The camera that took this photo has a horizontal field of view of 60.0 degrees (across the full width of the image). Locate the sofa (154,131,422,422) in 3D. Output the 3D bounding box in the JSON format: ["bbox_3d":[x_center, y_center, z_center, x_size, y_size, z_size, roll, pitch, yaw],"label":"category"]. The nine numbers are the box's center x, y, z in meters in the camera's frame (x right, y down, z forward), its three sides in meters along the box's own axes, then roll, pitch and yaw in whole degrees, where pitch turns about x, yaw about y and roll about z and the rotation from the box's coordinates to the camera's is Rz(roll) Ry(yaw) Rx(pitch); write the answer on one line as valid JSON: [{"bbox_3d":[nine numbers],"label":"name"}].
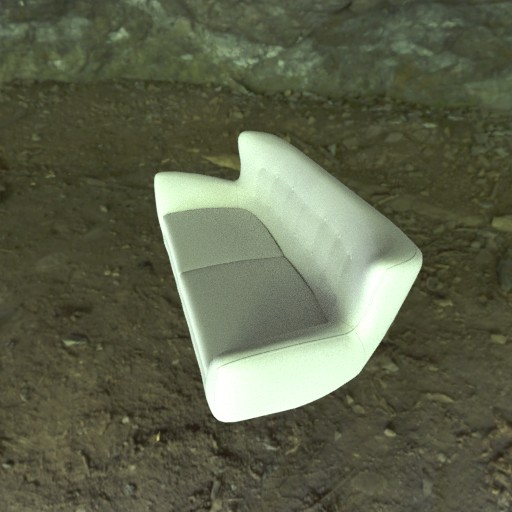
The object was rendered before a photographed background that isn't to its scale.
[{"bbox_3d":[0.000,0.000,2.435,0.899,0.890,1.930,-9,32,-15],"label":"sofa"}]
